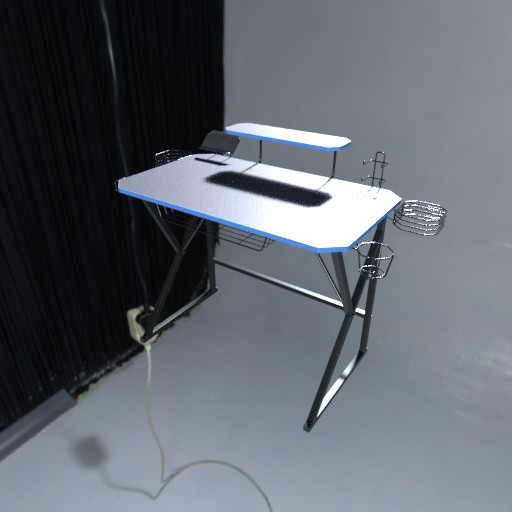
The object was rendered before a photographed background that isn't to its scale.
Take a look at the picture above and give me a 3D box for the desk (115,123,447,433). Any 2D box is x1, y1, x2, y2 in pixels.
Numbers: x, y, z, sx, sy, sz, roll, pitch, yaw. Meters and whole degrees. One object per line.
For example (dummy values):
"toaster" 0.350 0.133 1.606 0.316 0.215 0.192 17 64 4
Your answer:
"desk" 0.000 0.000 1.808 1.295 0.909 0.594 19 34 30
